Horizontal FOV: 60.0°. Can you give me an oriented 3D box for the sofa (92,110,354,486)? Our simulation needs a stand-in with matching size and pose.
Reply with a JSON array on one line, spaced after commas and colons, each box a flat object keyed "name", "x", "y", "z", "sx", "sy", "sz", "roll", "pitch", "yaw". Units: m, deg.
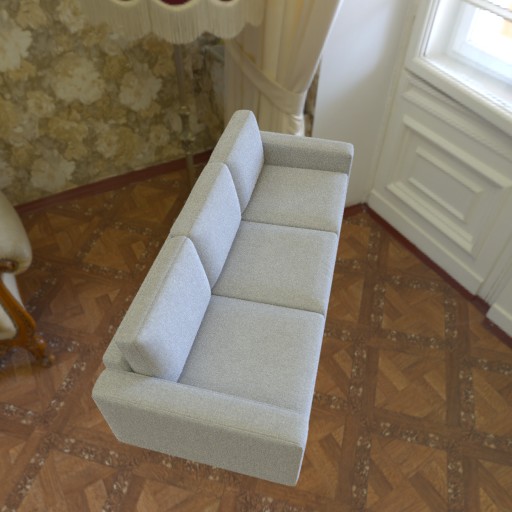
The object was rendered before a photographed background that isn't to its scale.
[{"name": "sofa", "x": 0.000, "y": 0.000, "z": 2.540, "sx": 0.900, "sy": 0.800, "sz": 2.120, "roll": 10, "pitch": 48, "yaw": 9}]
